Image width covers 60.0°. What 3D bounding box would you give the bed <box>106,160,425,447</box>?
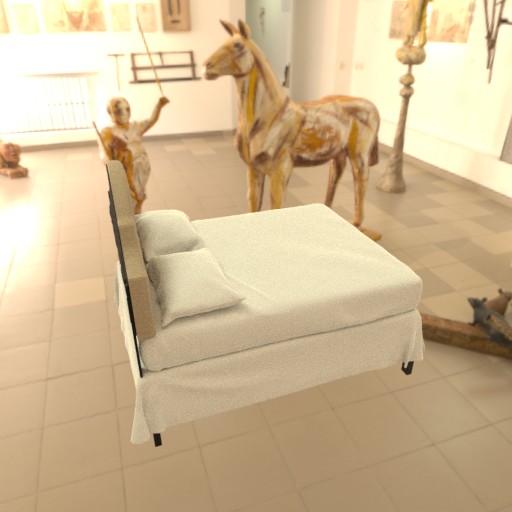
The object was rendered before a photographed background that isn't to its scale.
[{"bbox_3d":[0.000,0.000,3.416,2.222,1.634,1.780,-10,30,-17],"label":"bed"}]
